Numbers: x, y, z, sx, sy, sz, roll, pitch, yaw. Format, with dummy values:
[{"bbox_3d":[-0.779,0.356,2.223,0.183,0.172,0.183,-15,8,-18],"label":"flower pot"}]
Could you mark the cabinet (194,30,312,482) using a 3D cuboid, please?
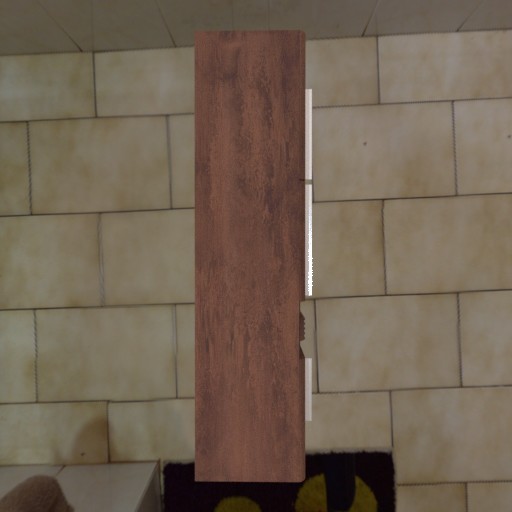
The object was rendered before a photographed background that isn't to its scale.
[{"bbox_3d":[0.000,0.000,2.021,0.420,0.900,1.600,0,90,1],"label":"cabinet"}]
